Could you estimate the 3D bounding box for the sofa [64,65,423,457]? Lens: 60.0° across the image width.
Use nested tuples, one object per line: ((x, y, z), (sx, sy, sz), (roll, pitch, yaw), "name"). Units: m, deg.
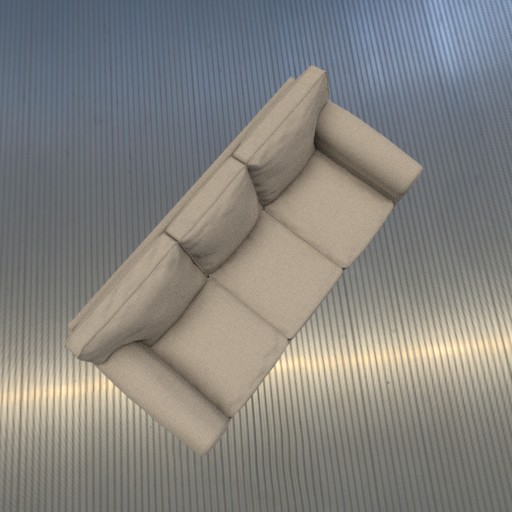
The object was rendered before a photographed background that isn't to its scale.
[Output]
((0.000, 0.000, 2.699), (0.998, 0.889, 2.118), (38, 78, 9), "sofa")
